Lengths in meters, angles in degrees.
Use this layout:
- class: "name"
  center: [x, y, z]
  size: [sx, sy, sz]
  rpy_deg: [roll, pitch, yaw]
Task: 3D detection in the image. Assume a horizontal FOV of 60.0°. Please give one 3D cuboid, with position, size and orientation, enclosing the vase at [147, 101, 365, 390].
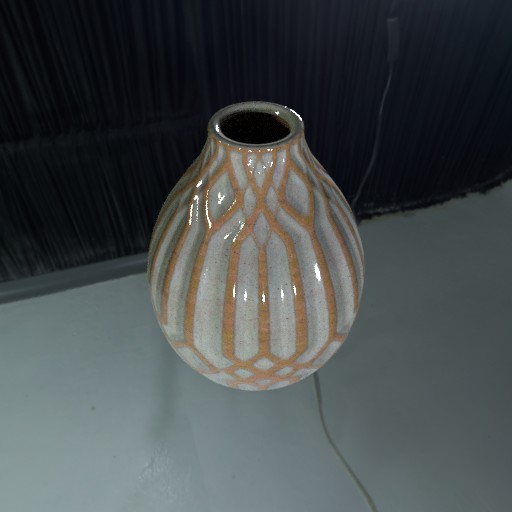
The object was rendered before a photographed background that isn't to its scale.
- class: "vase"
  center: [0.000, 0.000, 0.266]
  size: [0.131, 0.175, 0.131]
  rpy_deg: [0, 46, 0]
